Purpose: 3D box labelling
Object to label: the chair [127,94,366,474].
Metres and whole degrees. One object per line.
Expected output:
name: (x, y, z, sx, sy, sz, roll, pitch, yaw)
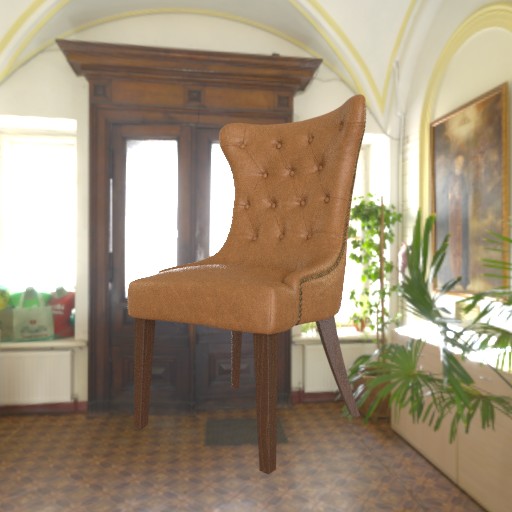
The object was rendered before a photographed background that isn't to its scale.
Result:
chair: (0.000, 0.000, 1.458, 0.611, 1.065, 0.669, 0, 0, 36)
